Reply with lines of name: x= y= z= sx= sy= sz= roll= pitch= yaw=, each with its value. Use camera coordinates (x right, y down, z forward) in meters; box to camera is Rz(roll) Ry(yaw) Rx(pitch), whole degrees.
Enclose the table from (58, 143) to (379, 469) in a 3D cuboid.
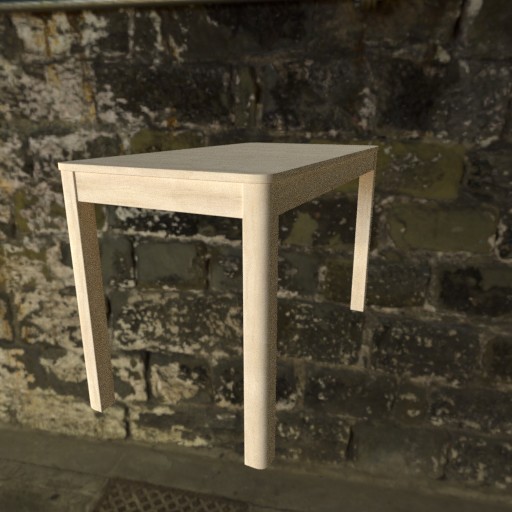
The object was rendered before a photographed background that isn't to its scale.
table: x=0.000 y=0.000 z=1.969 sx=0.750 sy=0.900 sz=1.400 roll=8 pitch=19 yaw=25
